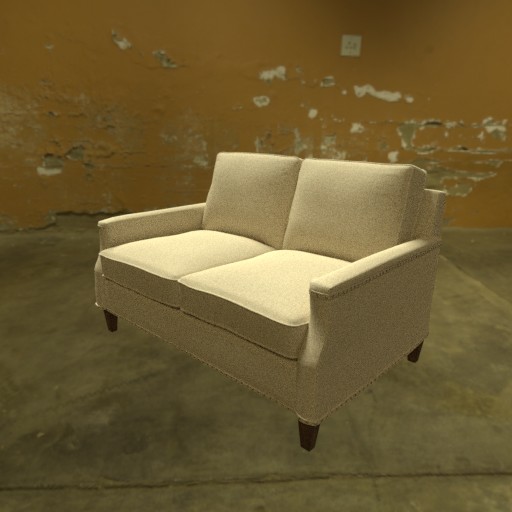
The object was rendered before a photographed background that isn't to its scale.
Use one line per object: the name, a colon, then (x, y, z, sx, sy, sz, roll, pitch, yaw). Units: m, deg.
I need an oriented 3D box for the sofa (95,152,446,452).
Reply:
sofa: (0.000, 0.000, 2.333, 1.597, 1.003, 1.084, 15, 22, 42)
